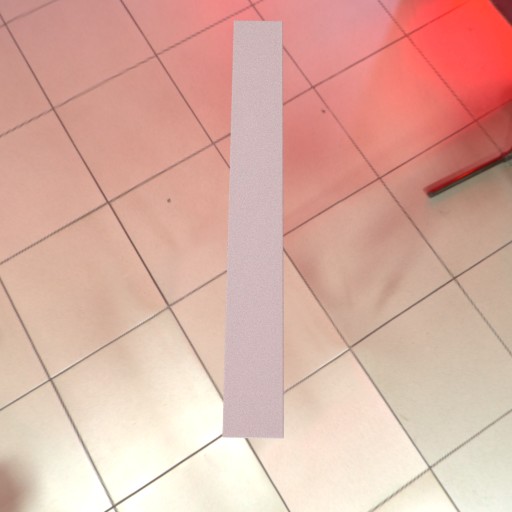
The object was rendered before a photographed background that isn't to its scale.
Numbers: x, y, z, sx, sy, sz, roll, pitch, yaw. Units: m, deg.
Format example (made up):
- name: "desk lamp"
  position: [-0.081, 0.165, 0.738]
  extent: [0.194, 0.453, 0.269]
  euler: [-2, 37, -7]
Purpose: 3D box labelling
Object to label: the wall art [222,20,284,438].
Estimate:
- name: "wall art"
  position: [0.000, 0.000, 0.458]
  extent: [0.038, 0.305, 0.305]
  euler: [1, 77, 0]
